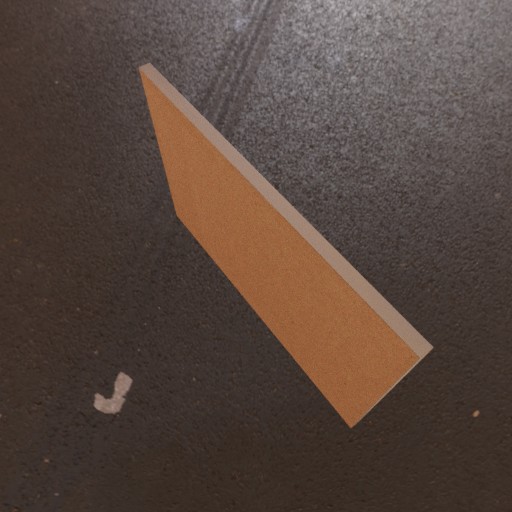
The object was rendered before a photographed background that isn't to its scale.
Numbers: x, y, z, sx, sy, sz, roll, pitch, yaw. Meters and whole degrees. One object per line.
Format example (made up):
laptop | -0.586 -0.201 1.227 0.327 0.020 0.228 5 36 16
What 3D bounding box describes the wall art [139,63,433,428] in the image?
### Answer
wall art | 0.000 0.000 0.781 0.021 0.410 0.615 -33 64 -18
